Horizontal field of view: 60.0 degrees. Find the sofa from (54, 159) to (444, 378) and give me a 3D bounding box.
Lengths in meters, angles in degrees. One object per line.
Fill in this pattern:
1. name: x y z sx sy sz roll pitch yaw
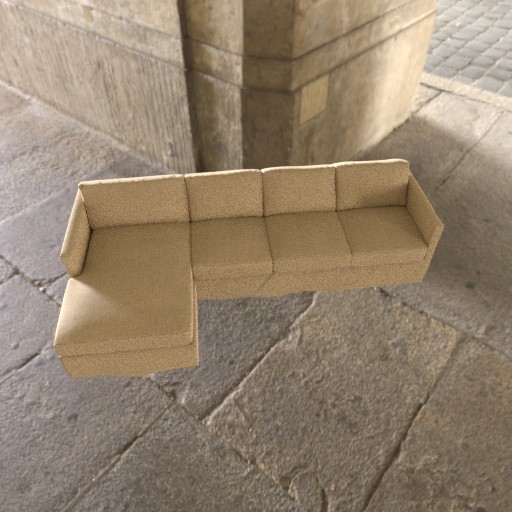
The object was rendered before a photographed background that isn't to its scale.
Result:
1. sofa: 0.000 0.000 3.883 3.205 0.922 1.650 -5 46 -4
